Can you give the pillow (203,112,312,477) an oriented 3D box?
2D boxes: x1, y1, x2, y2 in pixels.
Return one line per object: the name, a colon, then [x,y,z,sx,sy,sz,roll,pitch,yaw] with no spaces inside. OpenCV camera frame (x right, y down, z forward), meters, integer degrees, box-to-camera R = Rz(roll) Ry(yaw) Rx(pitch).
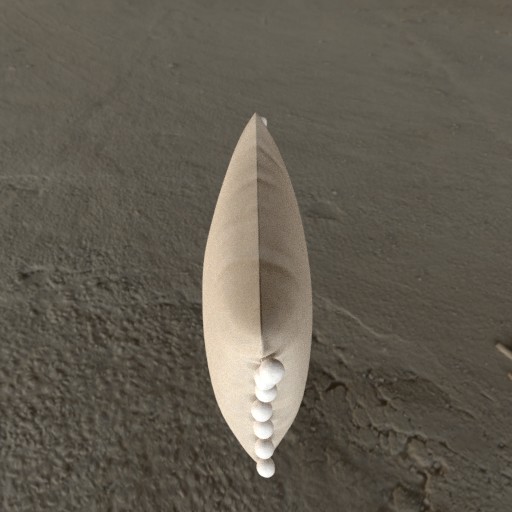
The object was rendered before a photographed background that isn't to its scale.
pillow: [0.000,0.000,0.836,0.201,0.322,0.709,0,41,0]
